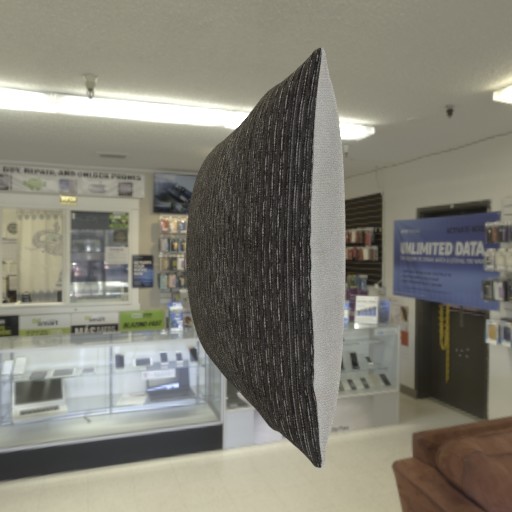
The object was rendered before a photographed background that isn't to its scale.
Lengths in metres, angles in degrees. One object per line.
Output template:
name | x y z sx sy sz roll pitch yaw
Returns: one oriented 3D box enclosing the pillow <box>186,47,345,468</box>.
pillow | 0.000 0.000 0.655 0.196 0.434 0.433 0 1 -18
